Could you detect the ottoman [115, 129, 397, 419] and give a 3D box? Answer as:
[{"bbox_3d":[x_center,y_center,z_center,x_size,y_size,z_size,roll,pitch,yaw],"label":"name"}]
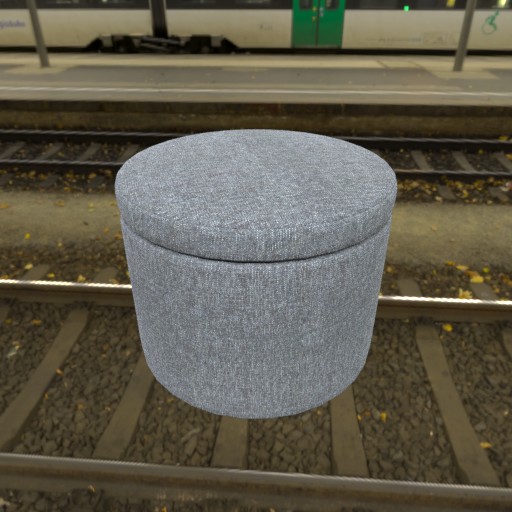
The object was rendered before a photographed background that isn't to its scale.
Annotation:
[{"bbox_3d":[0.000,0.000,0.902,0.500,0.419,0.500,0,31,0],"label":"ottoman"}]
